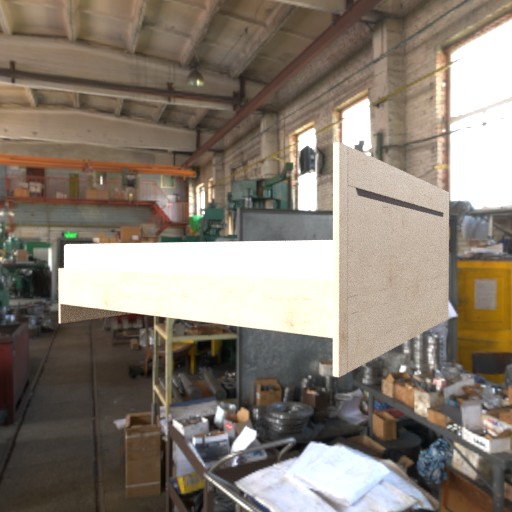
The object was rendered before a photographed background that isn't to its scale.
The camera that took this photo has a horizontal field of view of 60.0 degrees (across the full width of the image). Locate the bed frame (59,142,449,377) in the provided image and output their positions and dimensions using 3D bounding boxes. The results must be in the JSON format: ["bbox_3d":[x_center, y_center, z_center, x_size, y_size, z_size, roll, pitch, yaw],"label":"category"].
[{"bbox_3d":[0.000,0.000,3.027,2.080,0.900,1.800,0,1,36],"label":"bed frame"}]
